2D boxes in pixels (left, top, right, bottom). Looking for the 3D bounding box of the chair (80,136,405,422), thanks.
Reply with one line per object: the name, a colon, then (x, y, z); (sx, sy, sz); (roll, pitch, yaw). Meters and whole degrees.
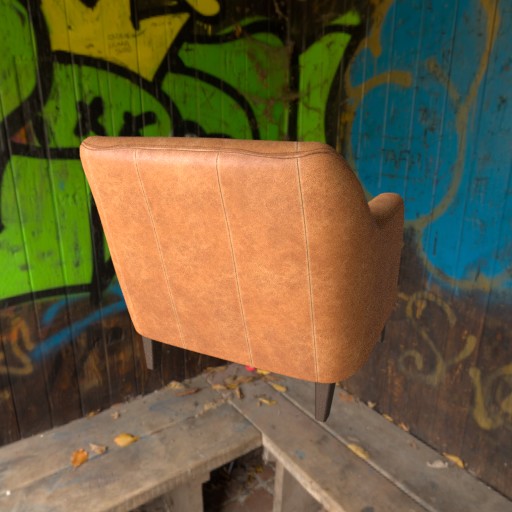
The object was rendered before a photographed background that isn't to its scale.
chair: (0.000, 0.000, 1.824); (1.037, 0.980, 1.034); (9, 19, 25)
